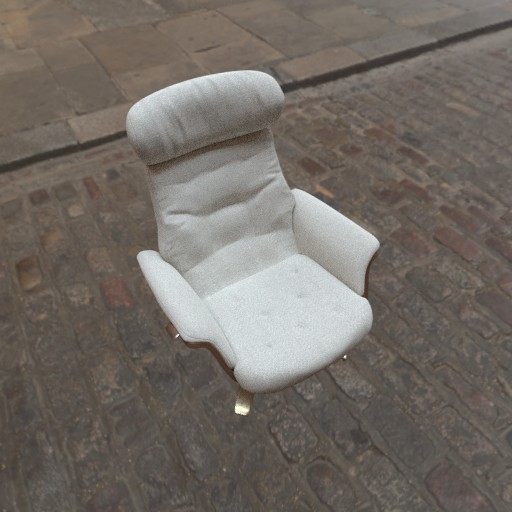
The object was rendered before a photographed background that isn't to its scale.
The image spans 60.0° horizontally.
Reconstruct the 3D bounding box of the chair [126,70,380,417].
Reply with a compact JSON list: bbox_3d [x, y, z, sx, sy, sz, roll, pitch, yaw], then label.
[{"bbox_3d":[0.000,0.000,1.570,0.785,0.995,0.837,-24,51,-21],"label":"chair"}]
